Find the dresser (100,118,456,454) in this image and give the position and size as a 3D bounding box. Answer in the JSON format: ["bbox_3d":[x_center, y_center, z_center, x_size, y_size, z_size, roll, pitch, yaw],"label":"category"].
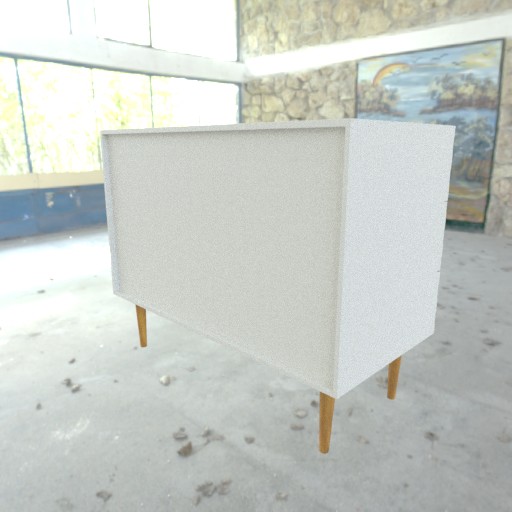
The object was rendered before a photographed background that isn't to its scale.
[{"bbox_3d":[0.000,0.000,1.302,0.905,0.721,0.457,14,20,43],"label":"dresser"}]
